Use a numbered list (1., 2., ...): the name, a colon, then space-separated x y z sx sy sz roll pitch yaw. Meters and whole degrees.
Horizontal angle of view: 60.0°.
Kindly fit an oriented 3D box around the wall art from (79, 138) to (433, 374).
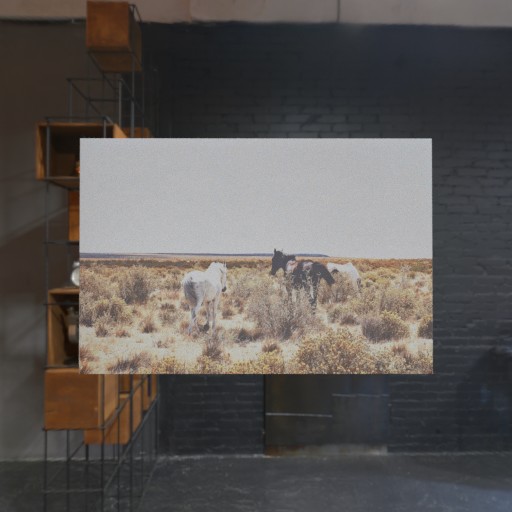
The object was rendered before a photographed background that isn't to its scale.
1. wall art: 0.000 0.000 1.171 0.914 0.610 0.050 0 -1 0
